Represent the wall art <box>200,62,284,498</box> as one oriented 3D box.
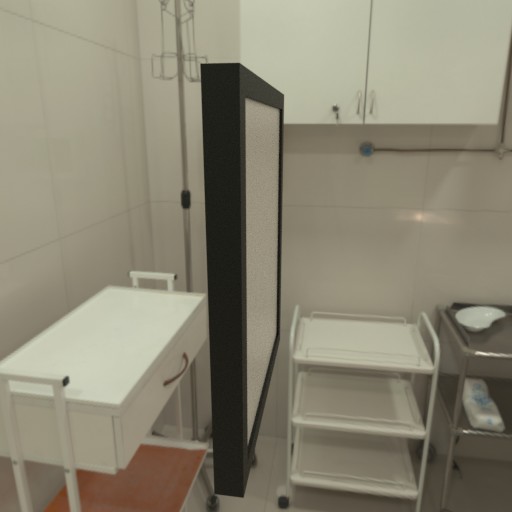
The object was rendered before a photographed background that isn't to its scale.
[{"bbox_3d":[0.000,0.000,0.525,0.029,0.381,0.330,3,16,9],"label":"wall art"}]
